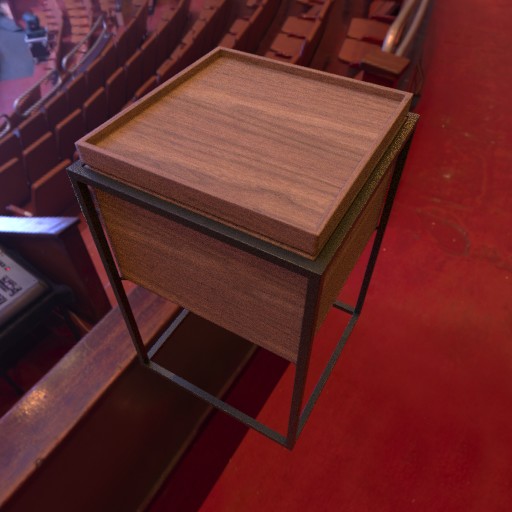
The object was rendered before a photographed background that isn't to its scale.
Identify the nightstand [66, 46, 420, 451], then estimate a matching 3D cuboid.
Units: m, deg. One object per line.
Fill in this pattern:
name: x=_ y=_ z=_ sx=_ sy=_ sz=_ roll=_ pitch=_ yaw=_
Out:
nightstand: x=0.000 y=0.000 z=0.875 sx=0.397 sy=0.607 sz=0.397 roll=23 pitch=52 yaw=20
